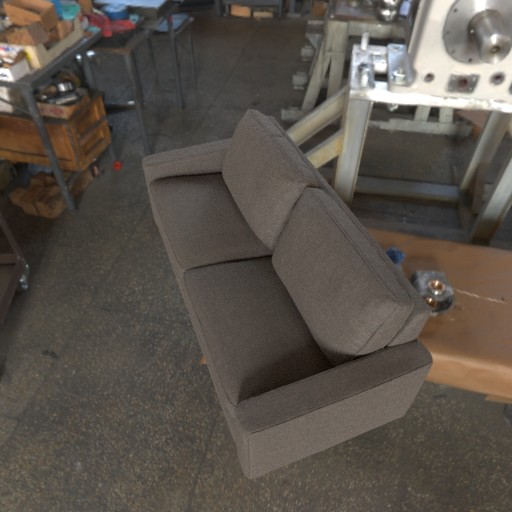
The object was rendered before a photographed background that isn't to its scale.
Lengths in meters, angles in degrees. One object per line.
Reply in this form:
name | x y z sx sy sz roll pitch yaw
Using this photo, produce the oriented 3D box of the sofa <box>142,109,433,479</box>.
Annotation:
sofa | 0.000 0.000 2.597 0.940 0.919 2.080 -16 48 -15
